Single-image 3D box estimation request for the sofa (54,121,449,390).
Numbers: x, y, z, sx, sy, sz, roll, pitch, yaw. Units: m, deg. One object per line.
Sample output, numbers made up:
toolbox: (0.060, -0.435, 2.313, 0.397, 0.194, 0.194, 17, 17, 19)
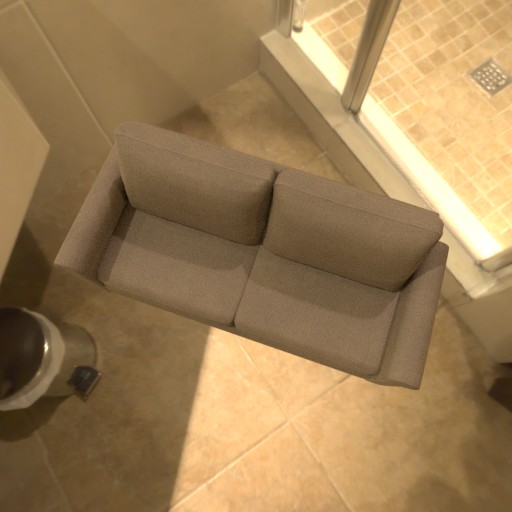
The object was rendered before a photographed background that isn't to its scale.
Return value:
sofa: (0.000, 0.000, 2.431, 1.935, 0.942, 0.842, 18, 74, 5)
